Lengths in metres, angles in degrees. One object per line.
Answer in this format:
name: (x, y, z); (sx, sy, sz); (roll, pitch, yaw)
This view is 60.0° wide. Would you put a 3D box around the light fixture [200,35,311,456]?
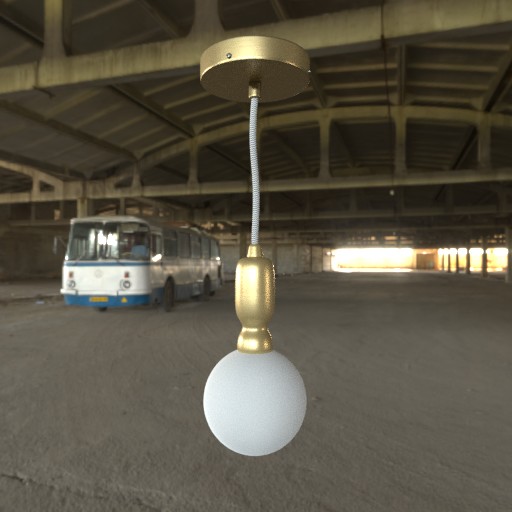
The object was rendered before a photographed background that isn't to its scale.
light fixture: (0.000, 0.000, 0.581); (0.146, 0.510, 0.147); (0, -1, 17)
